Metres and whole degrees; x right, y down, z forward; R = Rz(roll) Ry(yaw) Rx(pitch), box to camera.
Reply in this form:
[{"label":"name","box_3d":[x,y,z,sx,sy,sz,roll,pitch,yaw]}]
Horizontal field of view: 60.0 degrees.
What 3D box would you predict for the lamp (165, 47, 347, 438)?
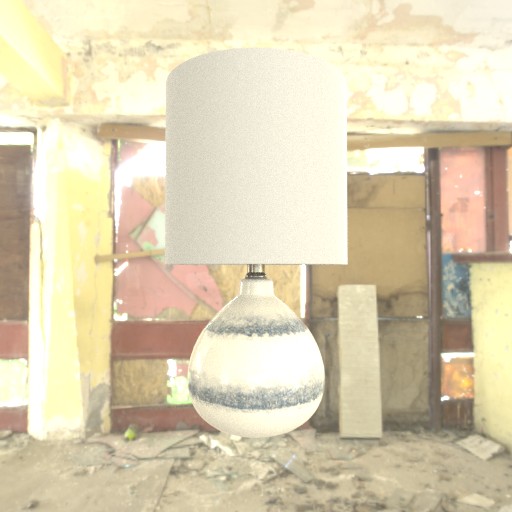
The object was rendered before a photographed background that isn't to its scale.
[{"label":"lamp","box_3d":[0.000,0.000,0.537,0.216,0.404,0.216,0,-1,18]}]
